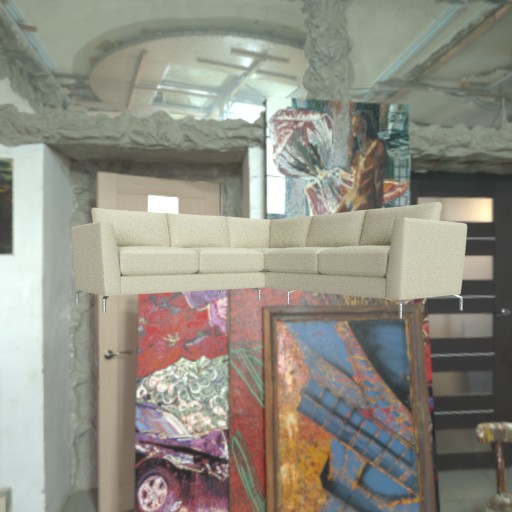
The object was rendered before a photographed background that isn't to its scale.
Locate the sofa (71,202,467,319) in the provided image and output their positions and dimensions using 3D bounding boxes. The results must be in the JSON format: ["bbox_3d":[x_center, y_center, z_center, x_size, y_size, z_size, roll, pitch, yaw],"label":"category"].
[{"bbox_3d":[0.000,0.000,3.787,2.430,0.867,2.448,0,0,-37],"label":"sofa"}]
